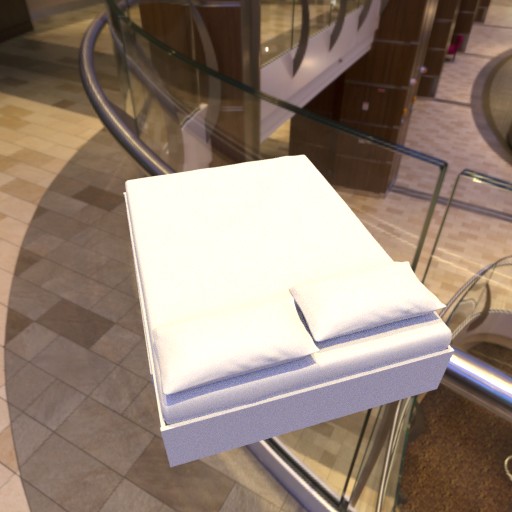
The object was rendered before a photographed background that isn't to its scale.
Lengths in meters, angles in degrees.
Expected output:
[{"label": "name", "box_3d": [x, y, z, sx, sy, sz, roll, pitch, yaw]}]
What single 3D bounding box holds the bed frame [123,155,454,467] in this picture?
[{"label": "bed frame", "box_3d": [0.000, 0.000, 2.711, 1.450, 0.629, 1.950, -11, 41, -13]}]
